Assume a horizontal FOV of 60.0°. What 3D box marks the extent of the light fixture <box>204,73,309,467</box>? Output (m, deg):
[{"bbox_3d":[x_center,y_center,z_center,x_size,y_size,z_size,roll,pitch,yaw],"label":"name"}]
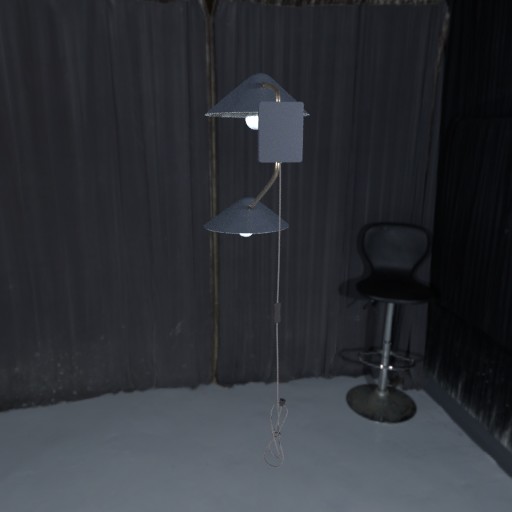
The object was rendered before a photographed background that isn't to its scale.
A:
[{"bbox_3d":[0.000,0.000,0.878,0.189,0.665,0.422,-3,15,-10],"label":"light fixture"}]
